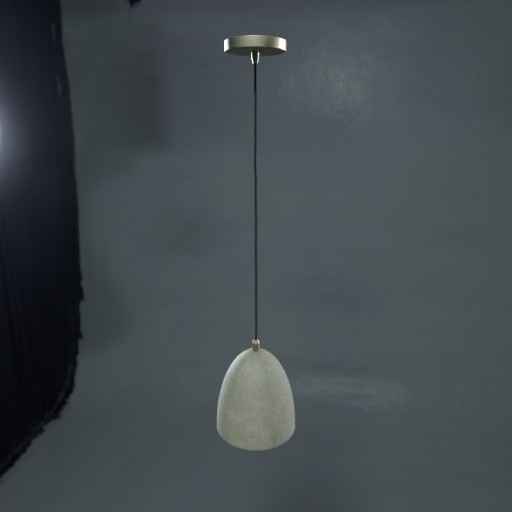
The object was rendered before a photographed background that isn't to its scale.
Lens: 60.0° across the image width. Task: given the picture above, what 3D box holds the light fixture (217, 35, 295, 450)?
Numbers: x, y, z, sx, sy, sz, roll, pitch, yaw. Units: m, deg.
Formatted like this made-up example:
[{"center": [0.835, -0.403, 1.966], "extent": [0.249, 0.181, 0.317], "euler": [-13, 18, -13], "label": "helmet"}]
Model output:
[{"center": [0.000, 0.000, 0.859], "extent": [0.170, 0.759, 0.170], "euler": [3, 16, 9], "label": "light fixture"}]
